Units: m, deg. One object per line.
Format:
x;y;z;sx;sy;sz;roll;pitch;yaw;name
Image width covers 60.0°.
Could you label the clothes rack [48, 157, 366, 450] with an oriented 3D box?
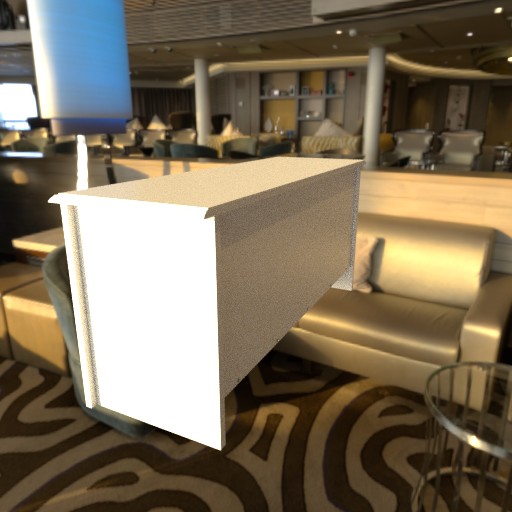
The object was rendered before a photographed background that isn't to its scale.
0.000;0.000;1.480;0.405;0.558;1.218;8;19;26;clothes rack
